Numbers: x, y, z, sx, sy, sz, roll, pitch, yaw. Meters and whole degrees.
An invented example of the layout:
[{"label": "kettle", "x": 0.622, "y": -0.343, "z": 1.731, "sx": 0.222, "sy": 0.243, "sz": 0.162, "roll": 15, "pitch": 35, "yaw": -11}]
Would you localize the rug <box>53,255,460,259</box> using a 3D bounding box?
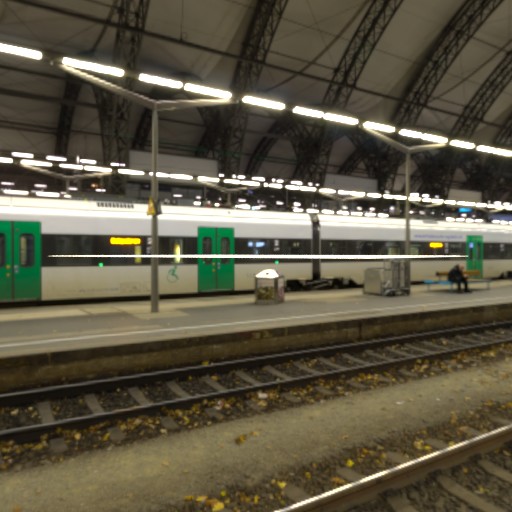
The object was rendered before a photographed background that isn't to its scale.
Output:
[{"label": "rug", "x": 0.000, "y": 0.000, "z": 2.130, "sx": 1.634, "sy": 0.003, "sz": 1.190, "roll": 0, "pitch": 0, "yaw": 37}]
